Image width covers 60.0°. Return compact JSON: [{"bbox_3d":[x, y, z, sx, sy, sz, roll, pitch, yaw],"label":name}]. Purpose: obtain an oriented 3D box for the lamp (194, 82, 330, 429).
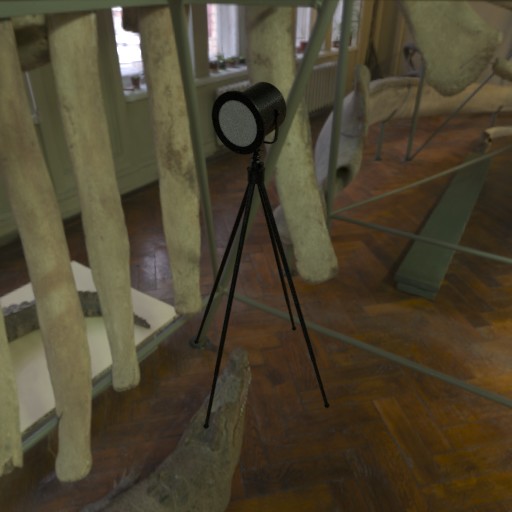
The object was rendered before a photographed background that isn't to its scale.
[{"bbox_3d":[0.000,0.000,2.053,0.879,1.504,0.884,19,36,28],"label":"lamp"}]
